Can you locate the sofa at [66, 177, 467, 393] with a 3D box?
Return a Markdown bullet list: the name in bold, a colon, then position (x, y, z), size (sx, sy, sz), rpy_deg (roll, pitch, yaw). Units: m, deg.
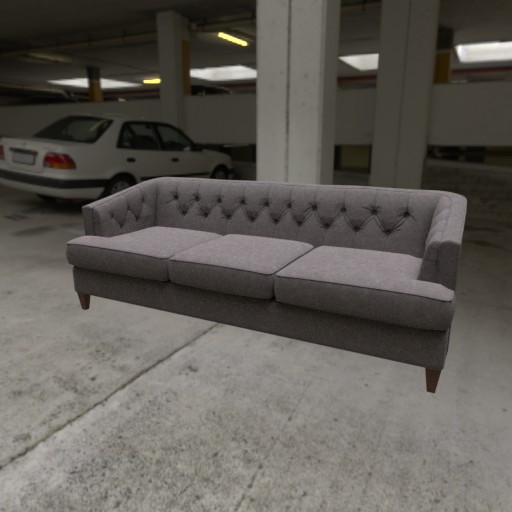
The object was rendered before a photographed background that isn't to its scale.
- **sofa**: position (0.000, 0.000, 2.658), size (2.247, 0.806, 0.917), rpy_deg (8, 17, 26)
